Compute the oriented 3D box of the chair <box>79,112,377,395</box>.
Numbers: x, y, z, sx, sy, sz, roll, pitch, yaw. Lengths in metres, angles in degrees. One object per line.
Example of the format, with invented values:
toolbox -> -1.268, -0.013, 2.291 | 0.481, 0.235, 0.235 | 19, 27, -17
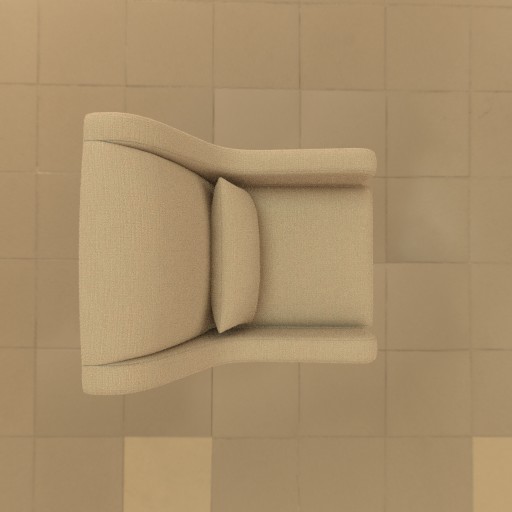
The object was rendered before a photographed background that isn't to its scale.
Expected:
chair -> 0.000, 0.000, 1.586 | 0.896, 1.017, 0.715 | 0, 89, -1
